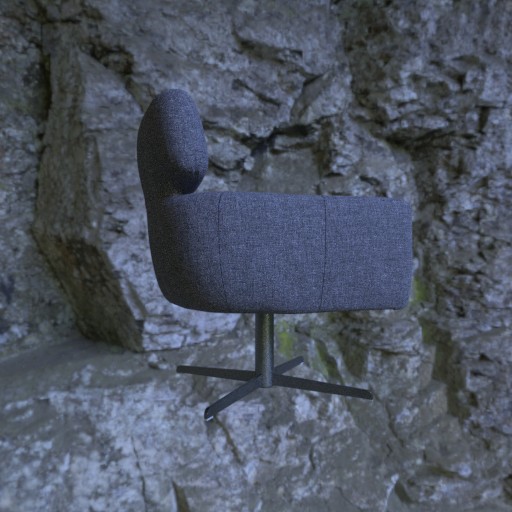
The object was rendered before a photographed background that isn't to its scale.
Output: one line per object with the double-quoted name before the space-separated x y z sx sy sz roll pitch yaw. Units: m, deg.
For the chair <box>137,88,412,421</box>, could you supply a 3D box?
"chair" 0.000 0.000 1.380 0.715 0.812 0.706 0 0 -18
